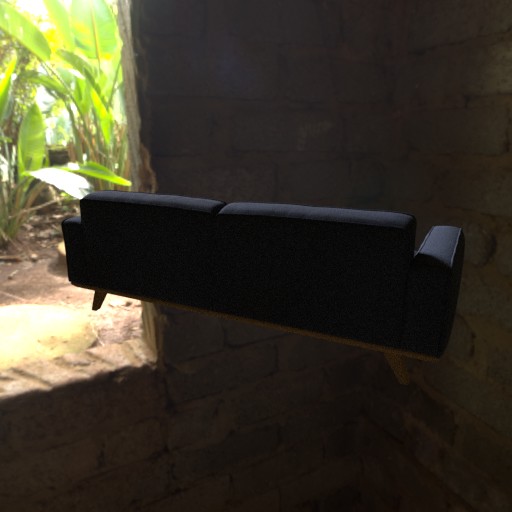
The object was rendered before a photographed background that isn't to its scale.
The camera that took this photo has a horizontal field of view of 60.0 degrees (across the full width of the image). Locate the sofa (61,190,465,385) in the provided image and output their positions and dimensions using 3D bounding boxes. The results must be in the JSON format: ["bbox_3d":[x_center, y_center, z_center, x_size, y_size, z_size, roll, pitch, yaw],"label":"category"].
[{"bbox_3d":[0.000,0.000,2.693,2.270,0.782,0.953,8,18,26],"label":"sofa"}]
